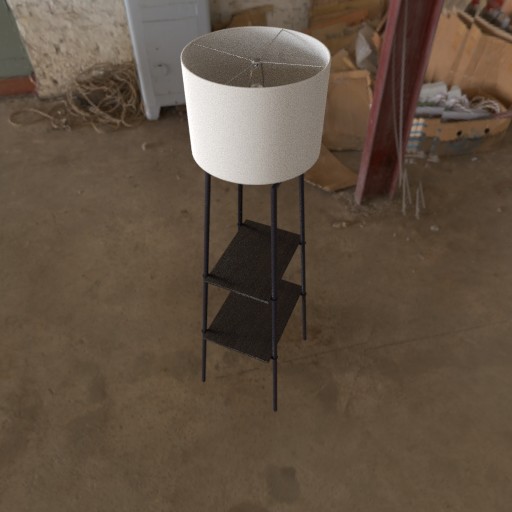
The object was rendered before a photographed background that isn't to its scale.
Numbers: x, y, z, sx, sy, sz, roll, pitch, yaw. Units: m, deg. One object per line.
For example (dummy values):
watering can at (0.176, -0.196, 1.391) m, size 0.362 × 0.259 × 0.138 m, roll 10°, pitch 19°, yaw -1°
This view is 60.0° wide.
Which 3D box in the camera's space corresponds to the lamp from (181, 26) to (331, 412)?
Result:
lamp at (0.000, 0.000, 1.645) m, size 0.384 × 1.474 × 0.427 m, roll 17°, pitch 49°, yaw 16°
